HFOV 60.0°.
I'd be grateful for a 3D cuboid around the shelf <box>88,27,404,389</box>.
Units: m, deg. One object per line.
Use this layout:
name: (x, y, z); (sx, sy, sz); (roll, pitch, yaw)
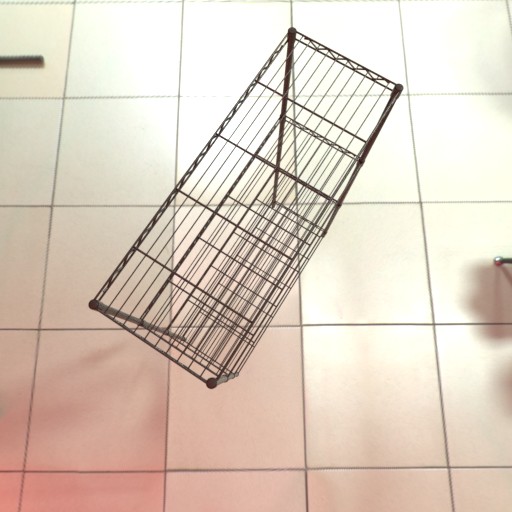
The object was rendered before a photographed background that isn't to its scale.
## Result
shelf: (0.000, 0.000, 1.749); (0.352, 1.361, 0.907); (32, 78, 7)
